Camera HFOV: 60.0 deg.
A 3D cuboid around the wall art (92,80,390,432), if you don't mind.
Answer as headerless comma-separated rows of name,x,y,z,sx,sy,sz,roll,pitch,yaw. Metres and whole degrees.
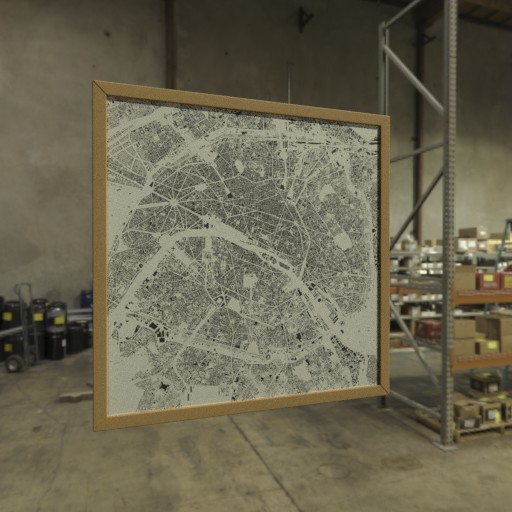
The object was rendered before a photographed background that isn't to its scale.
wall art,0.000,0.000,1.102,0.761,0.761,0.037,0,0,-19
